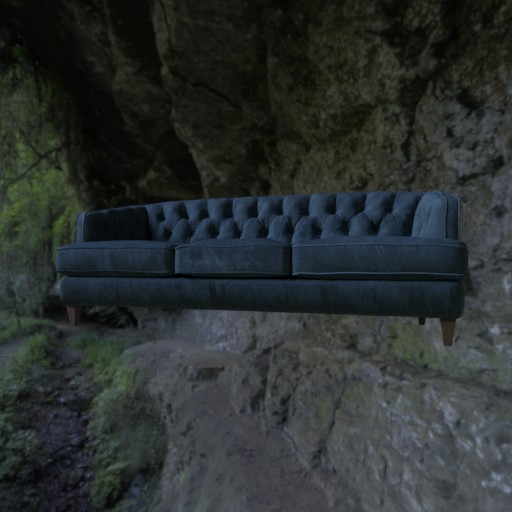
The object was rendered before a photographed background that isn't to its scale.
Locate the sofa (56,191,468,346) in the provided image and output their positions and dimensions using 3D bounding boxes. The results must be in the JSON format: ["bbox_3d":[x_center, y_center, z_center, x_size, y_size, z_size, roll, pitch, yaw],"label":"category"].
[{"bbox_3d":[0.000,0.000,2.730,2.278,0.855,0.941,0,-1,18],"label":"sofa"}]
